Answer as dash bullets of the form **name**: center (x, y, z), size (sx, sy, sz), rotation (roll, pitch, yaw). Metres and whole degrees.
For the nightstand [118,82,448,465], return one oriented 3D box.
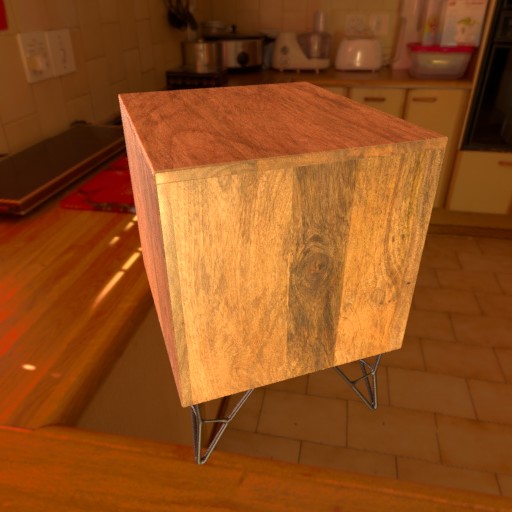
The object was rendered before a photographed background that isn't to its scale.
- **nightstand**: center (0.000, 0.000, 0.879), size (0.406, 0.559, 0.457), rotation (-10, 32, -17)
